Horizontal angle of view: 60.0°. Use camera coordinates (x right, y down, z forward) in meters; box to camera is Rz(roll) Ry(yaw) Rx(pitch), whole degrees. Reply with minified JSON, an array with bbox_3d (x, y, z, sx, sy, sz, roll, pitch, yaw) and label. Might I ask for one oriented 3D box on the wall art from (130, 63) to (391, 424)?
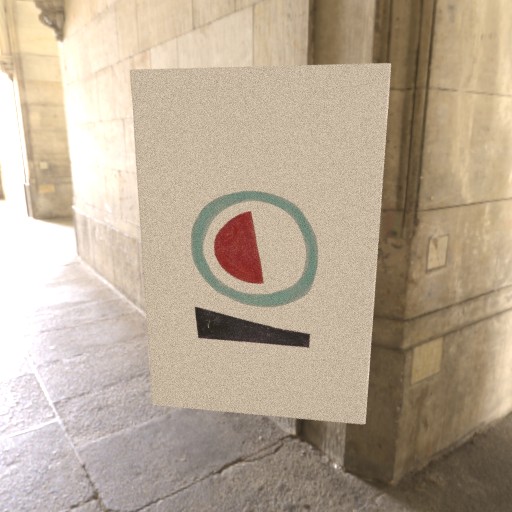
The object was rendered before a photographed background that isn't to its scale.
[{"bbox_3d":[0.000,0.000,1.140,0.602,0.902,0.048,2,15,8],"label":"wall art"}]
